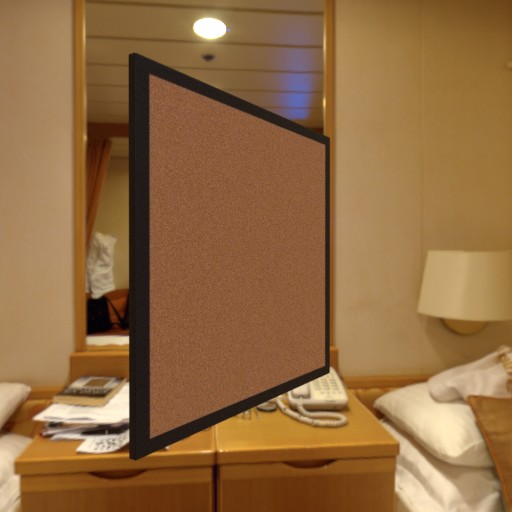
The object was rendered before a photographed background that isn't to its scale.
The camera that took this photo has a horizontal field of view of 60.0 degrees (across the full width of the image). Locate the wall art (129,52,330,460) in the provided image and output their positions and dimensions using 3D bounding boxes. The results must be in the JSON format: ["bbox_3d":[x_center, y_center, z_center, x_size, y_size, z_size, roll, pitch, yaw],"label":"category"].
[{"bbox_3d":[0.000,0.000,0.979,0.016,0.659,0.663,0,0,37],"label":"wall art"}]
